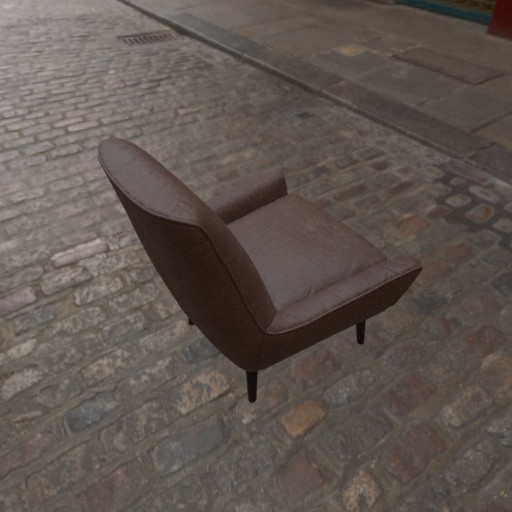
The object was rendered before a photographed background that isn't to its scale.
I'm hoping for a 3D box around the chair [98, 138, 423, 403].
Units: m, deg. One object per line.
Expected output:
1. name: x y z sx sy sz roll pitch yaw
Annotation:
1. chair: 0.000 0.000 1.525 0.824 0.888 0.787 -25 46 -26
